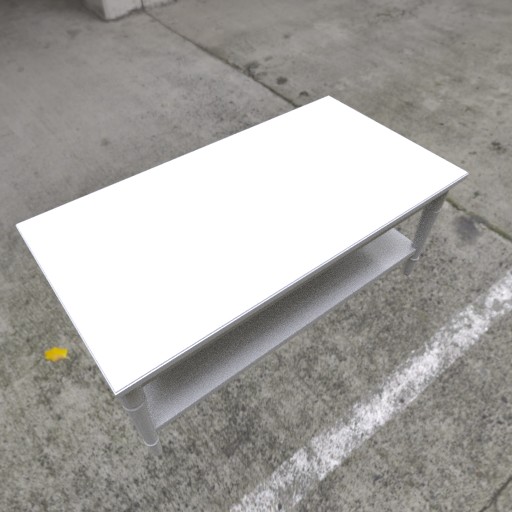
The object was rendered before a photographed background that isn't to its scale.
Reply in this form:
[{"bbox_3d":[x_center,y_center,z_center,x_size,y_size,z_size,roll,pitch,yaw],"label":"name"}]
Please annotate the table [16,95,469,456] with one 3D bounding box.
[{"bbox_3d":[0.000,0.000,1.328,1.067,0.457,0.559,-30,54,-25],"label":"table"}]
